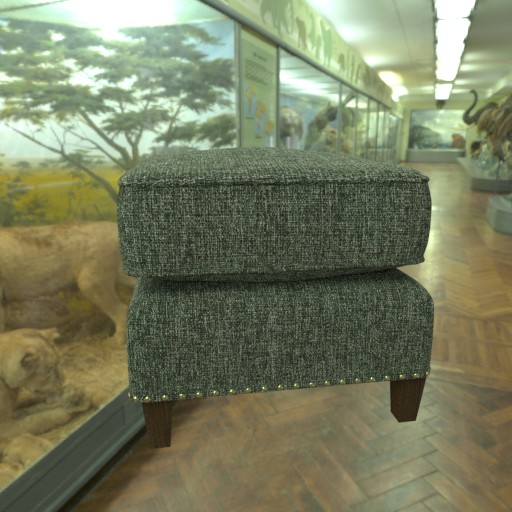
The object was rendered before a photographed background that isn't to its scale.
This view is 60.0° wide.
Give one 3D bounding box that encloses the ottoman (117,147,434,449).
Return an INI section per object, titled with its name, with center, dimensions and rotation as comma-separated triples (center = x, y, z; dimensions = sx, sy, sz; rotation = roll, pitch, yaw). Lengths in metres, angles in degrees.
[ottoman]
center = 0.000, 0.000, 1.121
dimensions = 0.589, 0.537, 0.738
rotation = -2, 16, -9
